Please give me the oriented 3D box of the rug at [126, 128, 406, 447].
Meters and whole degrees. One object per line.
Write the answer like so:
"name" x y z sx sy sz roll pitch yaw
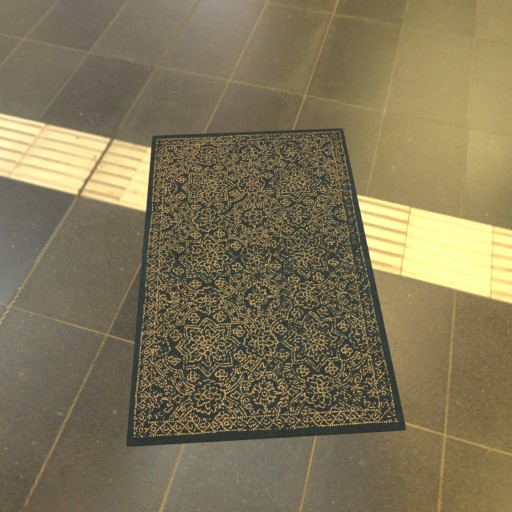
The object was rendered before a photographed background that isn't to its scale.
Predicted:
"rug" 0.000 0.000 2.376 1.219 0.010 1.829 -3 60 -2
